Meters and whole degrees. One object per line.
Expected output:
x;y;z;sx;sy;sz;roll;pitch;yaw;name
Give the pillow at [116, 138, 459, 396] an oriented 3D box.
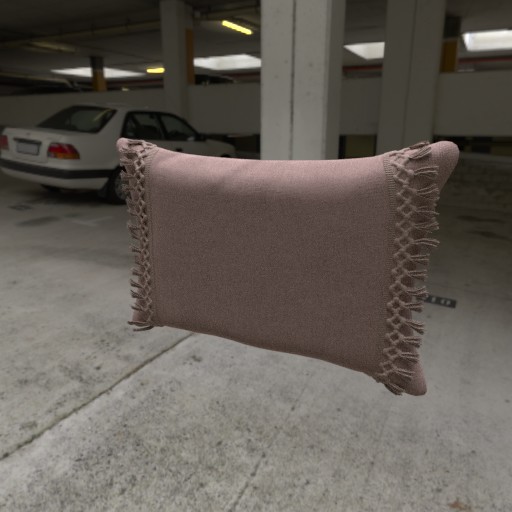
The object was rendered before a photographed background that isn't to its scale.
0.000;0.000;0.593;0.466;0.305;0.084;8;18;26;pillow
